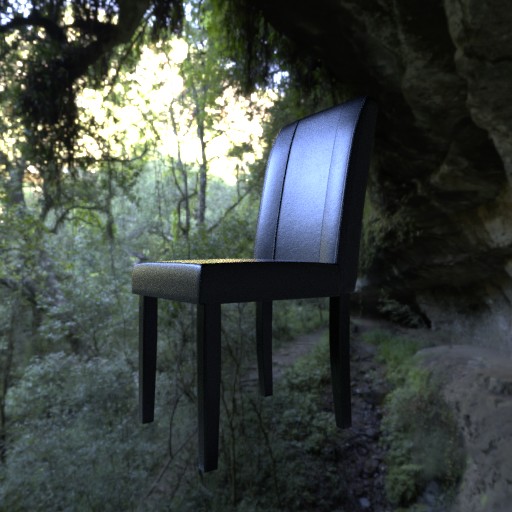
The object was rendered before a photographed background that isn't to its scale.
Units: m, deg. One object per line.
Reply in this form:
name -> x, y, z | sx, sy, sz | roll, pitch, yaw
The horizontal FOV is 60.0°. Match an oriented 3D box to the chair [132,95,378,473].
chair -> 0.000, 0.000, 1.209 | 0.556, 0.897, 0.399 | 1, -1, -36
